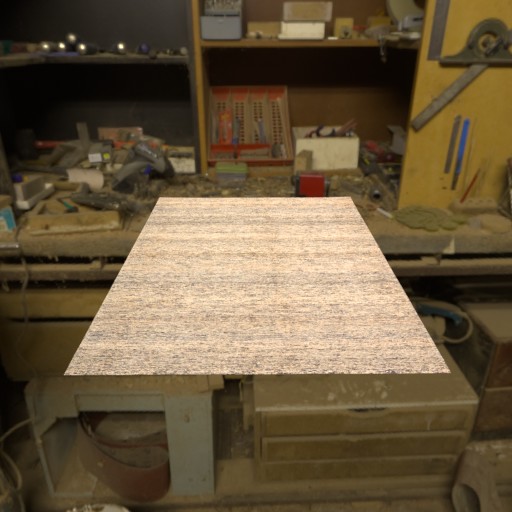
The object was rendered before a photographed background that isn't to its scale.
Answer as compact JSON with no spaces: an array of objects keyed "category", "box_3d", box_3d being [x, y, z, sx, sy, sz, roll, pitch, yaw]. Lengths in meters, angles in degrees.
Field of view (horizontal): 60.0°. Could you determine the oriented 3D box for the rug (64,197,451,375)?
[{"category":"rug","box_3d":[0.000,0.000,4.184,2.414,0.036,3.199,0,27,0]}]
